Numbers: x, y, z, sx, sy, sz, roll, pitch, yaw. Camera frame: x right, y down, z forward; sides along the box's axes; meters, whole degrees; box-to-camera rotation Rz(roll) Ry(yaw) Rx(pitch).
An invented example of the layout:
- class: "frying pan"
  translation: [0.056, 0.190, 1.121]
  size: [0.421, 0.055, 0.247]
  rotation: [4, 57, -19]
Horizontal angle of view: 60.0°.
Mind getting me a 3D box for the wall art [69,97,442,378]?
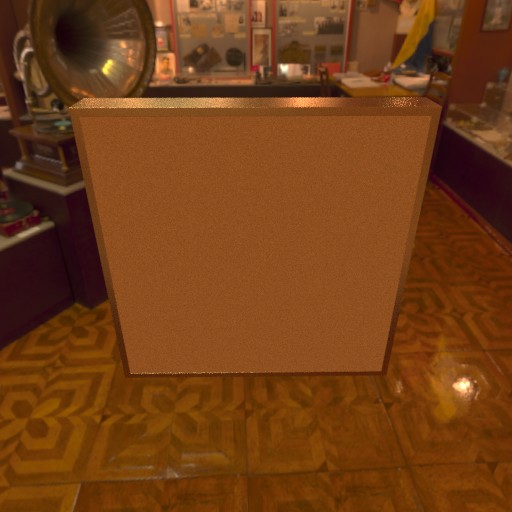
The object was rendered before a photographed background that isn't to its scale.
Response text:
- class: "wall art"
  translation: [0.000, 0.000, 0.455]
  size: [0.304, 0.304, 0.038]
  rotation: [0, 31, -1]
